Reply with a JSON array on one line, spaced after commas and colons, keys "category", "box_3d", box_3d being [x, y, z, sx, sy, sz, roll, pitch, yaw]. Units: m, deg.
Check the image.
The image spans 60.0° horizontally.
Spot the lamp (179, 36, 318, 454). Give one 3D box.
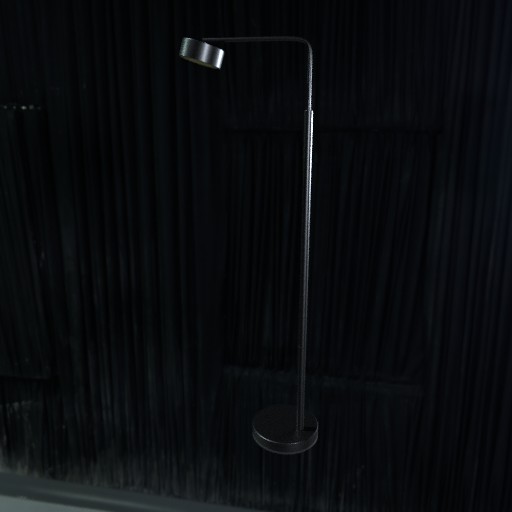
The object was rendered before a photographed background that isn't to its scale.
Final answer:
[{"category": "lamp", "box_3d": [0.000, 0.000, 1.368, 0.418, 1.230, 0.219, 2, 14, 8]}]
